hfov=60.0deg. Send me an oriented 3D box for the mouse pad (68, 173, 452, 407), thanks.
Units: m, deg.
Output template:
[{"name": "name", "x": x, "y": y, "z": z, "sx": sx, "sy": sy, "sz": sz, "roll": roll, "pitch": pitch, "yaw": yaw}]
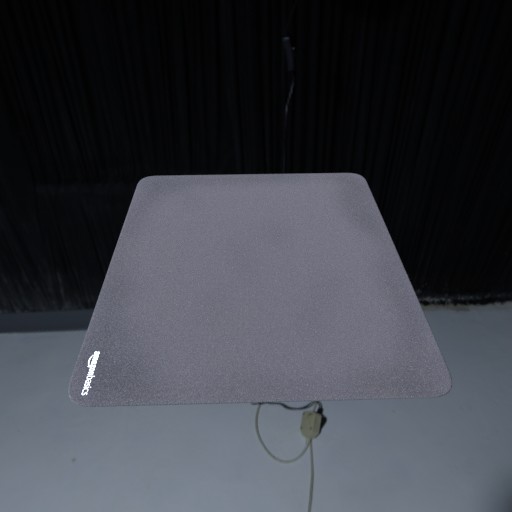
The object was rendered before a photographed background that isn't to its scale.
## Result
[{"name": "mouse pad", "x": 0.000, "y": 0.000, "z": 0.610, "sx": 0.393, "sy": 0.002, "sz": 0.451, "roll": -1, "pitch": 40, "yaw": -1}]
